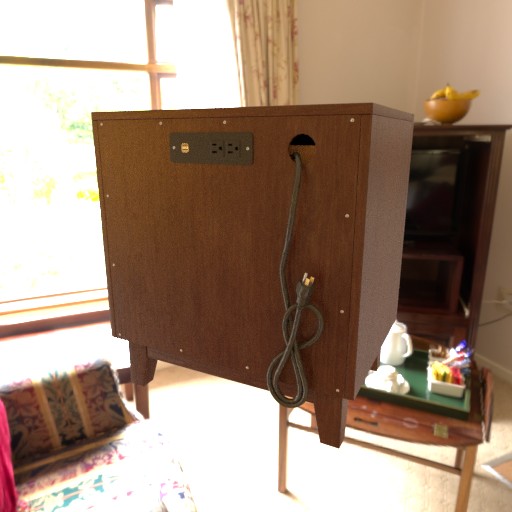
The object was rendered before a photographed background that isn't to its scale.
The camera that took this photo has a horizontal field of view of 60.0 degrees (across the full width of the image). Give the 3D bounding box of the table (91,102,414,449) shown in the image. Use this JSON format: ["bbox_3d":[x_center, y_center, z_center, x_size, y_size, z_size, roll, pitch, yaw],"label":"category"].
[{"bbox_3d":[0.000,0.000,0.989,0.557,0.609,0.449,8,17,26],"label":"table"}]
